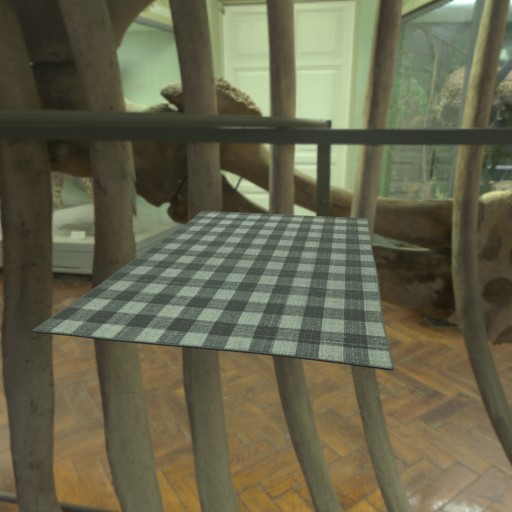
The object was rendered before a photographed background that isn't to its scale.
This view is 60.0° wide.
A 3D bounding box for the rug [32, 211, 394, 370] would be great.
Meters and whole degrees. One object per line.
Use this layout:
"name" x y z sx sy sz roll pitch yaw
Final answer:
"rug" 0.000 0.000 2.957 1.554 0.011 2.476 4 19 11
